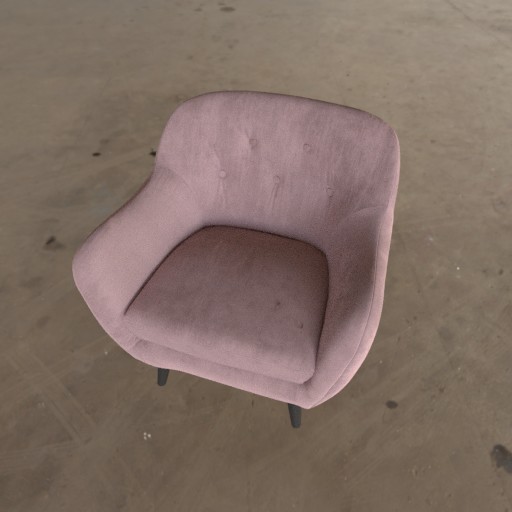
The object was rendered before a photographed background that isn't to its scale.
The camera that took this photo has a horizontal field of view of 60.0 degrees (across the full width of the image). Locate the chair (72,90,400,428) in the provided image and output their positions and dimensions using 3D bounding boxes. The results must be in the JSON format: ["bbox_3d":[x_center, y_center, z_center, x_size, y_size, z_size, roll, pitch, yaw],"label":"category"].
[{"bbox_3d":[0.000,0.000,1.506,0.840,0.820,0.820,13,44,13],"label":"chair"}]
